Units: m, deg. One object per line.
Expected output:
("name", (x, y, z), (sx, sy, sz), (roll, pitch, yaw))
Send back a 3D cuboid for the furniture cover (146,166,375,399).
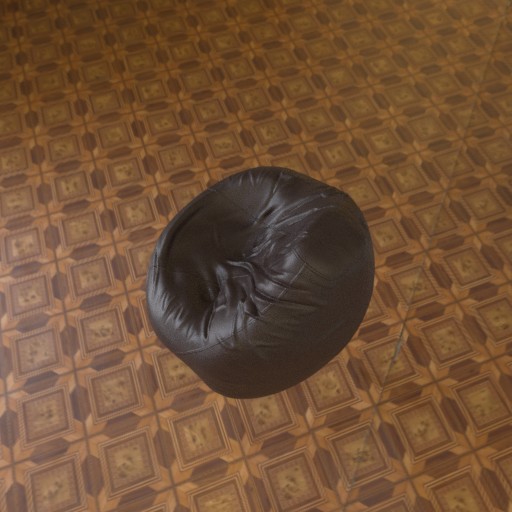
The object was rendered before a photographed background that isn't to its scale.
("furniture cover", (0.000, 0.000, 1.965), (1.070, 0.990, 1.070), (35, 68, 16))
